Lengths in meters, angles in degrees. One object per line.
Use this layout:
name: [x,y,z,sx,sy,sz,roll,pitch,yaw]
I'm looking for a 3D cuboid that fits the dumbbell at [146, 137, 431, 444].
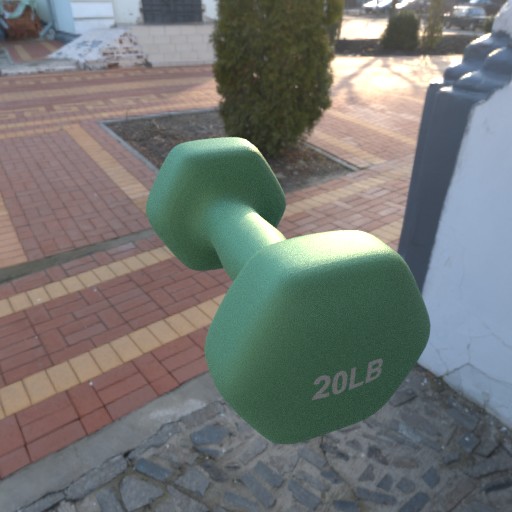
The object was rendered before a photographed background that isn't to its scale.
dumbbell: [0.000,0.000,0.325,0.129,0.117,0.260,-10,32,-18]
